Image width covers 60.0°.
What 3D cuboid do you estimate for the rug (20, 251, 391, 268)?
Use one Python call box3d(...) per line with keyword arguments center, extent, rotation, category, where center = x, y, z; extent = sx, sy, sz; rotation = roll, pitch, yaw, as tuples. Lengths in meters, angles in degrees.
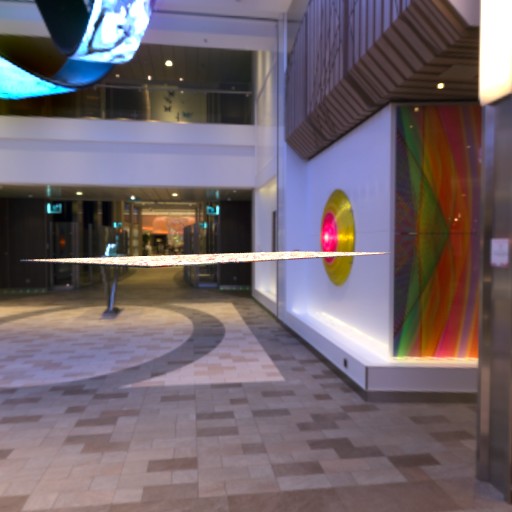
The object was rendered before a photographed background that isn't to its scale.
box3d(center=(0.000, 0.000, 2.626), extent=(0.832, 0.008, 2.362), rotation=(1, 2, 36), category="rug")
